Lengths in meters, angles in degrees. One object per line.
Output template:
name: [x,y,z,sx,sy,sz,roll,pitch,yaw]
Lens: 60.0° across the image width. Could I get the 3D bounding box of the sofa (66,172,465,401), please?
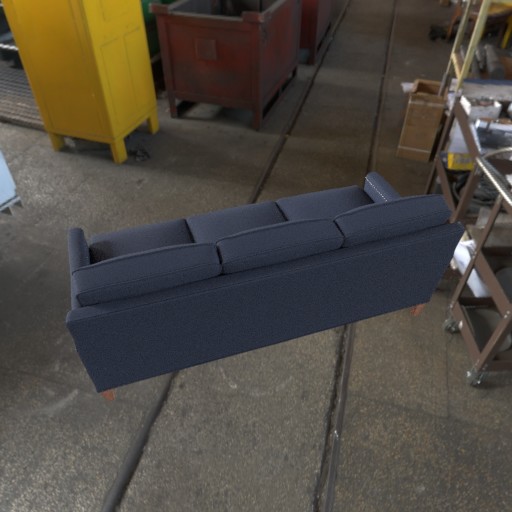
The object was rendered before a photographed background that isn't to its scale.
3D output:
sofa: [0.000,0.000,2.855,2.246,1.003,1.084,-13,44,-13]
